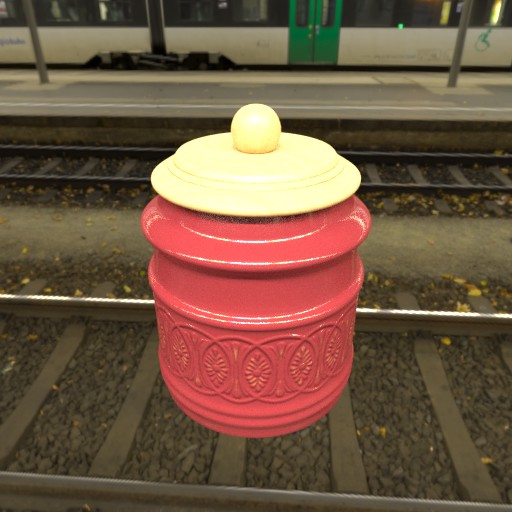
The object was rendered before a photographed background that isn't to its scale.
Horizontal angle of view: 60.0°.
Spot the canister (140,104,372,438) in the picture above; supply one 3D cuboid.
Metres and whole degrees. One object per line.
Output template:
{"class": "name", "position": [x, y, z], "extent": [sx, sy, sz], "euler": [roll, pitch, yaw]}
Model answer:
{"class": "canister", "position": [0.000, 0.000, 0.269], "extent": [0.130, 0.176, 0.130], "euler": [0, 29, 0]}
